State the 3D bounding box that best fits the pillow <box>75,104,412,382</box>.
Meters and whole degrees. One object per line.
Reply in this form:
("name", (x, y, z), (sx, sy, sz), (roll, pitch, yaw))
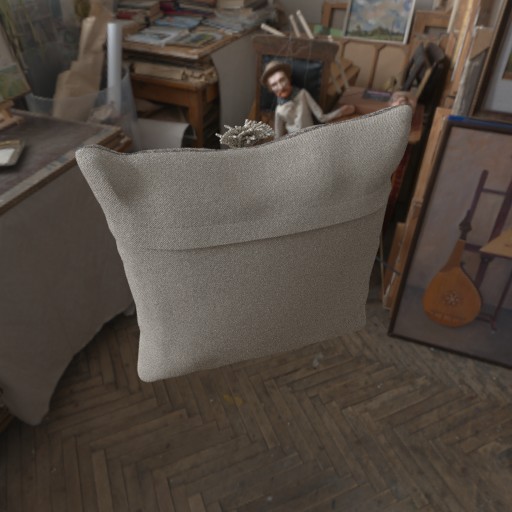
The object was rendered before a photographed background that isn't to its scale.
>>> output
("pillow", (0.000, 0.000, 0.771), (0.484, 0.490, 0.234), (-11, 42, -13))
